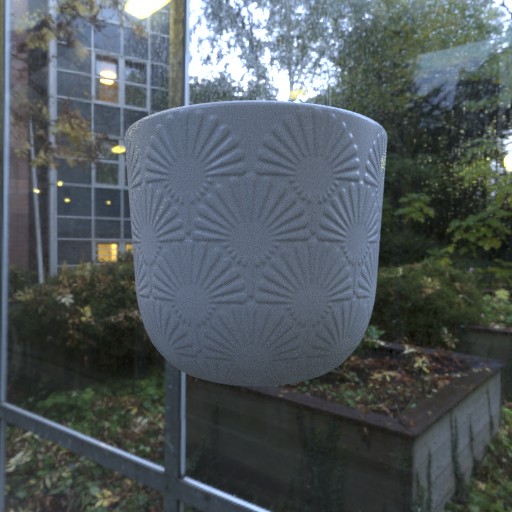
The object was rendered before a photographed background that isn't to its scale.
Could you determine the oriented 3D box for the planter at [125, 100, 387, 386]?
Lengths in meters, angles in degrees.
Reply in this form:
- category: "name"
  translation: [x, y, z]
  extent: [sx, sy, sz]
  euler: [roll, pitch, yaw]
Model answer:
- category: "planter"
  translation: [0.000, 0.000, 0.298]
  extent: [0.170, 0.152, 0.170]
  euler: [0, 0, 0]
